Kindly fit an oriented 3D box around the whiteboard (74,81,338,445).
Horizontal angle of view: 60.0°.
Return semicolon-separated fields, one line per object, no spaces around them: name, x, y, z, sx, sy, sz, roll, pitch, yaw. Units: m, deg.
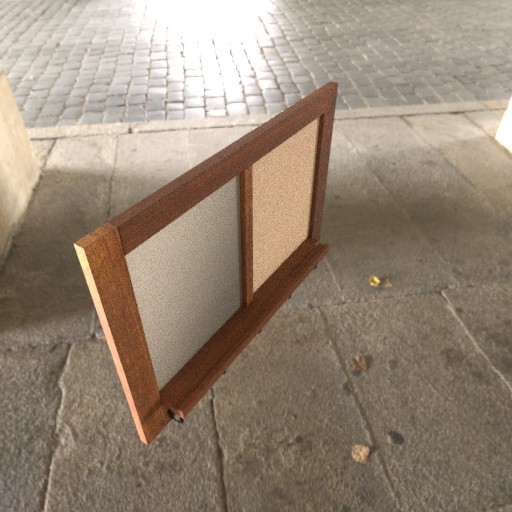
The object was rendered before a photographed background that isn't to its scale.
whiteboard;0.000;0.000;1.026;0.083;0.559;0.783;24;46;25
